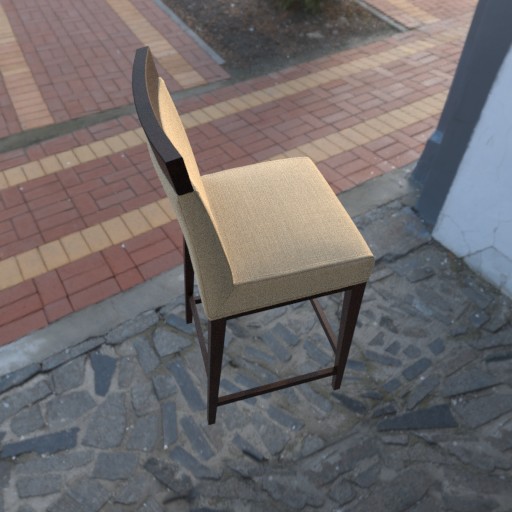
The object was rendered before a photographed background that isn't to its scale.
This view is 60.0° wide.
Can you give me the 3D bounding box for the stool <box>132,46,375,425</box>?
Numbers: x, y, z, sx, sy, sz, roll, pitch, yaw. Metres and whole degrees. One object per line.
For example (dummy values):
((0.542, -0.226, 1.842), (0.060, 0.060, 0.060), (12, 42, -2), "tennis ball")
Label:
((0.000, 0.000, 1.372), (0.531, 1.117, 0.511), (-12, 47, -11), "stool")
